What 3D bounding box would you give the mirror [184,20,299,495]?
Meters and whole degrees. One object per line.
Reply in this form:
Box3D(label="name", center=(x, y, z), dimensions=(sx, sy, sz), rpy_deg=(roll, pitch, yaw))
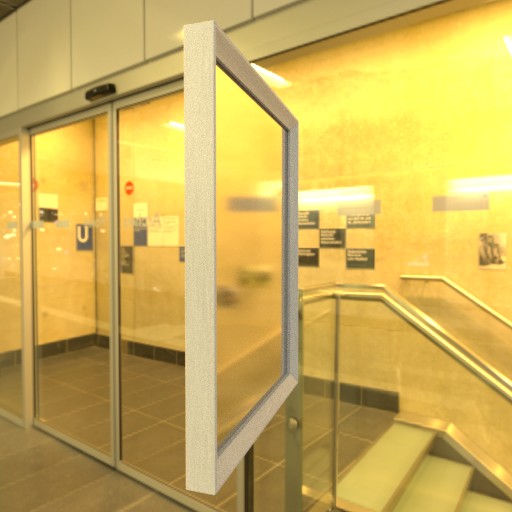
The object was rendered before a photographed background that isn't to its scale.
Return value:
Box3D(label="mirror", center=(0.000, 0.000, 0.672), dimensions=(0.041, 0.509, 0.406), rpy_deg=(1, 2, 18))
